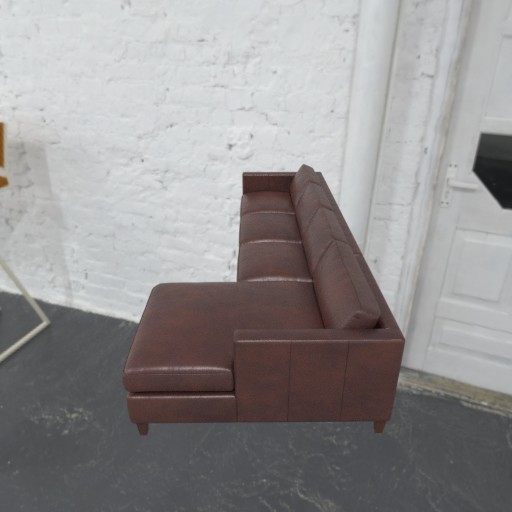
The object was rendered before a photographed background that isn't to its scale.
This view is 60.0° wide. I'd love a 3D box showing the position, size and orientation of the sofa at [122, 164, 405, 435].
[{"bbox_3d":[0.000,0.000,3.924,1.581,0.883,3.203,0,27,-1],"label":"sofa"}]
